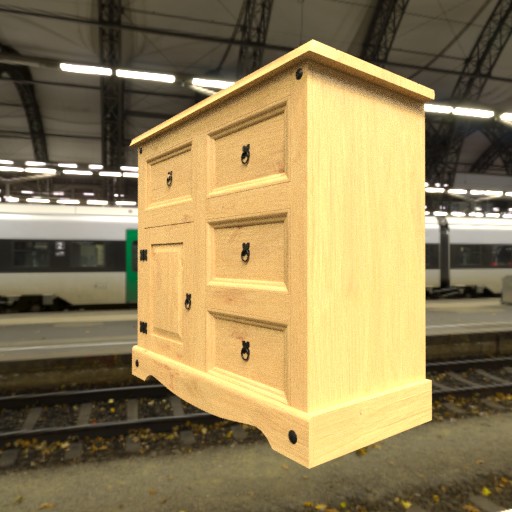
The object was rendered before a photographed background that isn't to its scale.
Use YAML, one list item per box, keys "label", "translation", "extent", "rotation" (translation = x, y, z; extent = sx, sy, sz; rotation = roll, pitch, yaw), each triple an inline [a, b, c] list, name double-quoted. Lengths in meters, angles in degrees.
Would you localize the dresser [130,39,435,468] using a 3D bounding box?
- label: "dresser"
  translation: [0.000, 0.000, 1.349]
  extent: [0.440, 0.835, 0.915]
  rotation: [0, -1, -37]
